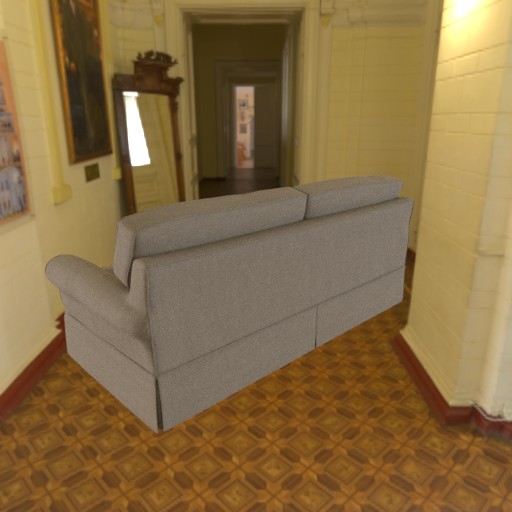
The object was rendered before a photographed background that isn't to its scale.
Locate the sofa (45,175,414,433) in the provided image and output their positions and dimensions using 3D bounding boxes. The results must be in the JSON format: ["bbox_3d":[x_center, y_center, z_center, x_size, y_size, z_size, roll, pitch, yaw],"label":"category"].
[{"bbox_3d":[0.000,0.000,2.787,2.248,0.943,0.991,-16,23,-42],"label":"sofa"}]
